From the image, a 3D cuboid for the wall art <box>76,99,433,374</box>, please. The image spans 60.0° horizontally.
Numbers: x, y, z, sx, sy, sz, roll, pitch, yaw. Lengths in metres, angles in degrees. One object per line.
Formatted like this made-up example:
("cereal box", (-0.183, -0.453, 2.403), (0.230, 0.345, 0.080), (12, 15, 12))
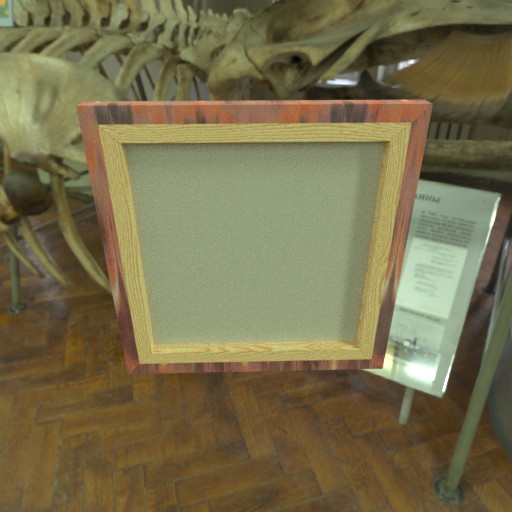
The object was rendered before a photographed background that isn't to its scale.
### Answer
("wall art", (0.000, 0.000, 0.914), (0.603, 0.609, 0.037), (-1, 30, -1))
